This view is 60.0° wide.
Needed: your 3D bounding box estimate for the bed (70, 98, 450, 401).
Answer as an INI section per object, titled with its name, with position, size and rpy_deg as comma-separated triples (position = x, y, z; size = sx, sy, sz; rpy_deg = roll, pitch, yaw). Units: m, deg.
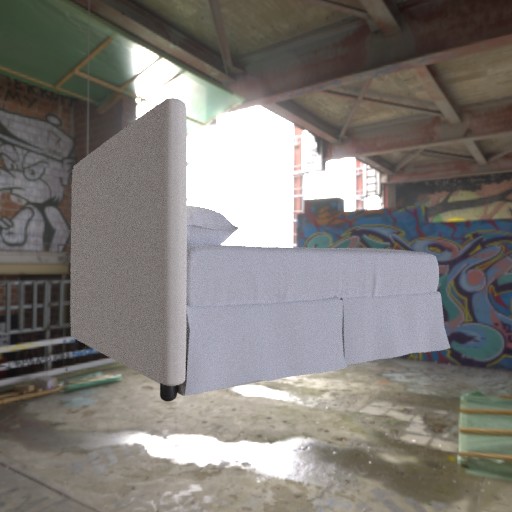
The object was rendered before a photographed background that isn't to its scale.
[bed]
position = 0.000, 0.000, 3.148
size = 2.142, 1.330, 1.713
rpy_deg = 1, -2, -36
